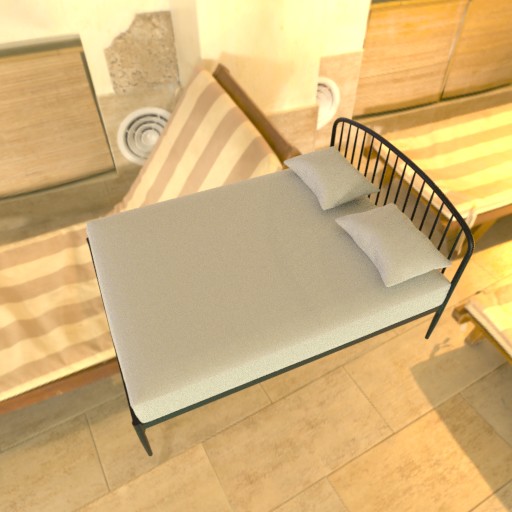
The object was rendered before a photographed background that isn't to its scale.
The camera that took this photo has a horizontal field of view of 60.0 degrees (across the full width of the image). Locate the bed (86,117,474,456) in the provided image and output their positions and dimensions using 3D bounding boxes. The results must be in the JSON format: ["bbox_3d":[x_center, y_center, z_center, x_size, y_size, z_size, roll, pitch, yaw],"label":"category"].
[{"bbox_3d":[0.000,0.000,3.123,2.159,1.166,1.618,-18,49,-16],"label":"bed"}]
